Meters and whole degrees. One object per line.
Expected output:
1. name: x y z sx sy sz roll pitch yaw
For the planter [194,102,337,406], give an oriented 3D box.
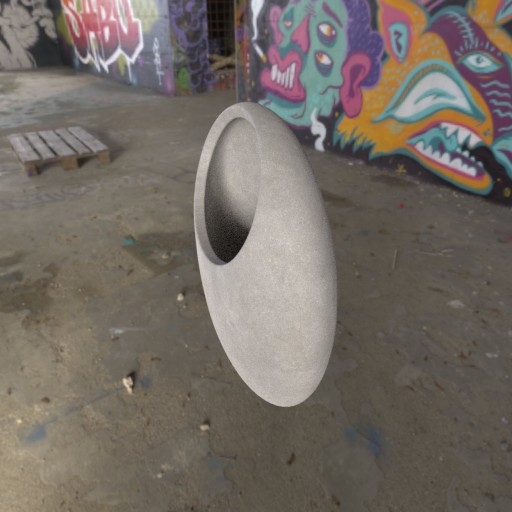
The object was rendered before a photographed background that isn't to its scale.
1. planter: 0.000 0.000 0.286 0.071 0.188 0.185 -8 30 -15
